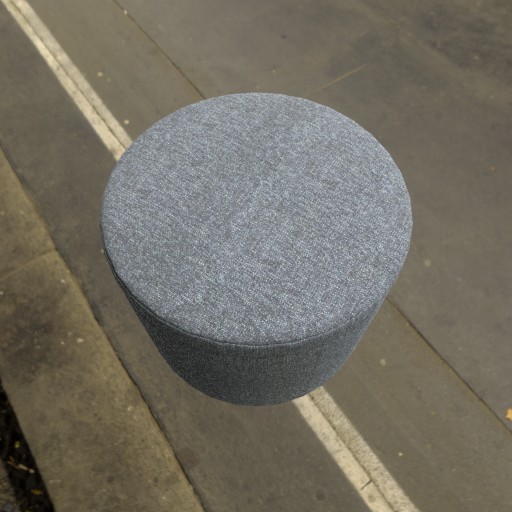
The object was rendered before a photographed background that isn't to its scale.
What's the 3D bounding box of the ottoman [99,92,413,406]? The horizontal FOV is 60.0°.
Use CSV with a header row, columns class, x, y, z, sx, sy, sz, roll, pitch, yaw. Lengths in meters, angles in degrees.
class,x,y,z,sx,sy,sz,roll,pitch,yaw
ottoman,0.000,0.000,0.873,0.500,0.419,0.500,0,60,0
